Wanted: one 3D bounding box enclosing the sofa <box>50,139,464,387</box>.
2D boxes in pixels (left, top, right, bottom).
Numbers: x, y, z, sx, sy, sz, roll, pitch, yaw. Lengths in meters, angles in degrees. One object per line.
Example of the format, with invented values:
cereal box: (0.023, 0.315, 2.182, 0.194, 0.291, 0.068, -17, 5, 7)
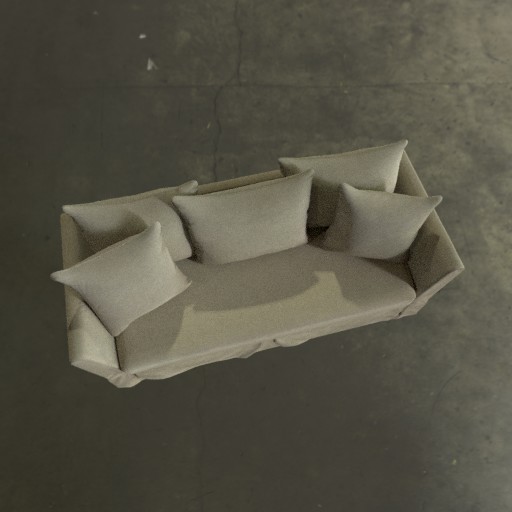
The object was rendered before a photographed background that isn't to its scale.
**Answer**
sofa: (0.000, 0.000, 2.872, 2.290, 1.034, 1.031, -13, 64, -6)
